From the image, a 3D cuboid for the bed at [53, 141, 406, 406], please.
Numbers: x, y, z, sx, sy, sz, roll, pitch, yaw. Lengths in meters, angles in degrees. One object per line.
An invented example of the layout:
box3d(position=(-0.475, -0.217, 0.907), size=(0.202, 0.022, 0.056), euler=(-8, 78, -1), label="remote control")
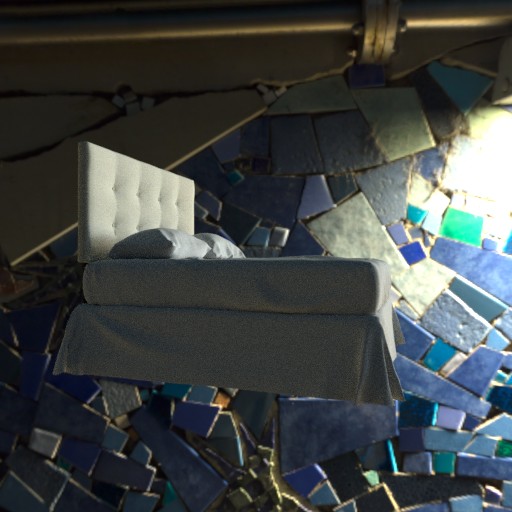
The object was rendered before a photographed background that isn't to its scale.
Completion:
box3d(position=(0.000, 0.000, 3.479), size=(2.222, 1.577, 1.936), euler=(0, 0, 19), label="bed")
